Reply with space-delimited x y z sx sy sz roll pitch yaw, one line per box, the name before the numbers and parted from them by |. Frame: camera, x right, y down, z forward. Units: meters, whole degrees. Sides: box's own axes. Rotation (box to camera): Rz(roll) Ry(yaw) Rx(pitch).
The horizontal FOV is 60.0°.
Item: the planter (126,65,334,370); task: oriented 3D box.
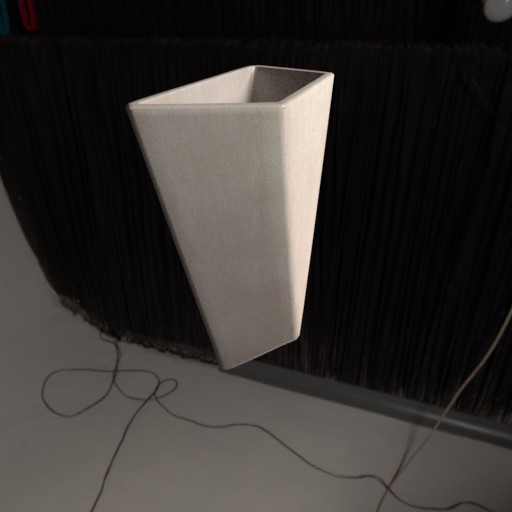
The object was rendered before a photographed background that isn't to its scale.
planter | 0.000 0.000 0.268 0.060 0.197 0.150 9 30 17
